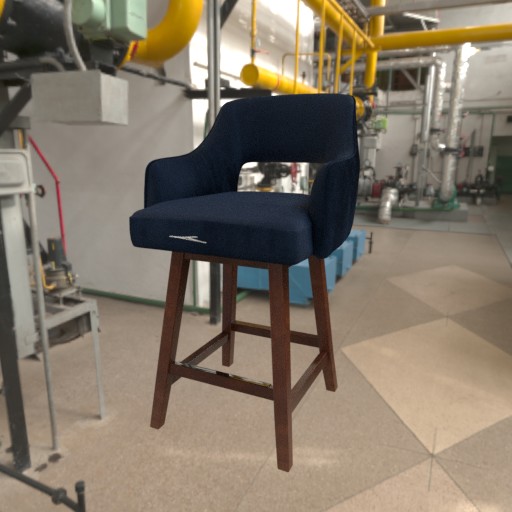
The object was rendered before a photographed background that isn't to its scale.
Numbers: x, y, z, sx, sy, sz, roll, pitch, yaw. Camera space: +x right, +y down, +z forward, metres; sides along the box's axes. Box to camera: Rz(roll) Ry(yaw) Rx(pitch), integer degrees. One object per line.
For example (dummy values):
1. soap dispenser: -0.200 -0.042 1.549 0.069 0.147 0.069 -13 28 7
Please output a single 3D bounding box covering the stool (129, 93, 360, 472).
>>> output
1. stool: 0.000 0.000 1.285 0.550 0.940 0.560 6 15 25
